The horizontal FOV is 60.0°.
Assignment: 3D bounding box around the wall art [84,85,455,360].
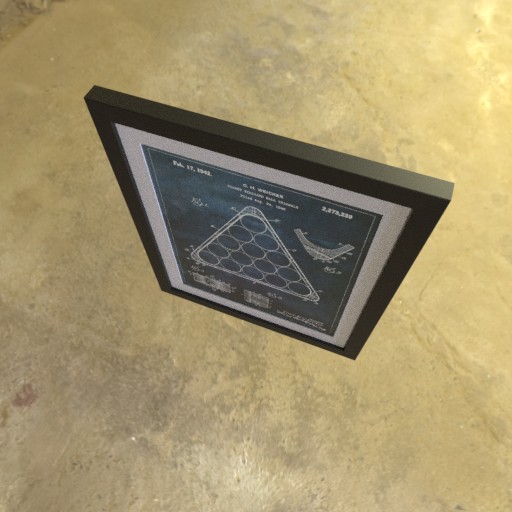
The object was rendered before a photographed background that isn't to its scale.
[{"bbox_3d":[0.000,0.000,0.711,0.432,0.508,0.025,18,60,11],"label":"wall art"}]
